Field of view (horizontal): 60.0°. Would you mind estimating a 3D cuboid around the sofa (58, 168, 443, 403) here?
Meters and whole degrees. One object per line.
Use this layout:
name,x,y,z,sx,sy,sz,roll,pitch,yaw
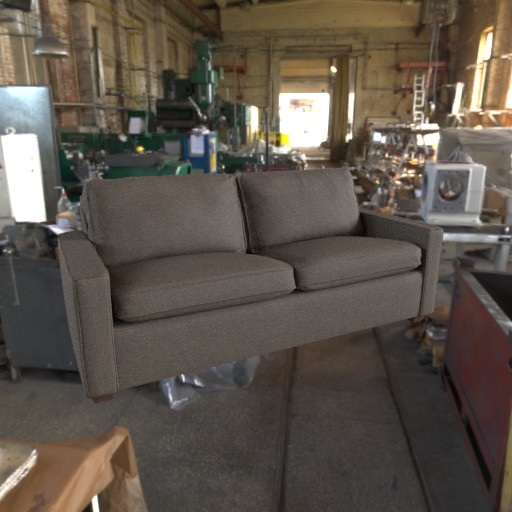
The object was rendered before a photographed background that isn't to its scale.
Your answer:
sofa,0.000,0.000,2.586,2.080,0.919,0.940,-8,18,-25
